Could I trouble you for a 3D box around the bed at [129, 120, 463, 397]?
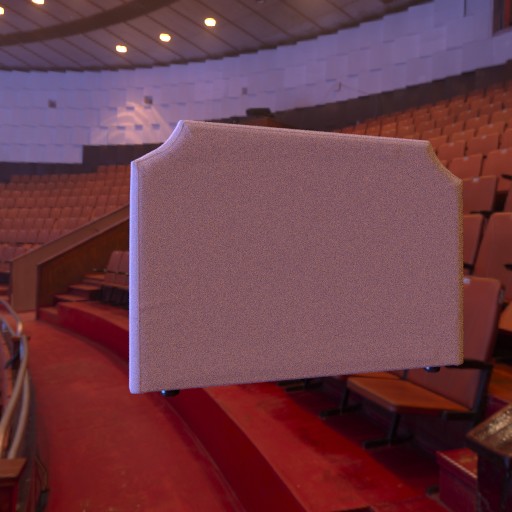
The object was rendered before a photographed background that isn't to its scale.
[{"bbox_3d":[0.000,0.000,3.267,1.828,1.297,2.164,0,1,-17],"label":"bed"}]
